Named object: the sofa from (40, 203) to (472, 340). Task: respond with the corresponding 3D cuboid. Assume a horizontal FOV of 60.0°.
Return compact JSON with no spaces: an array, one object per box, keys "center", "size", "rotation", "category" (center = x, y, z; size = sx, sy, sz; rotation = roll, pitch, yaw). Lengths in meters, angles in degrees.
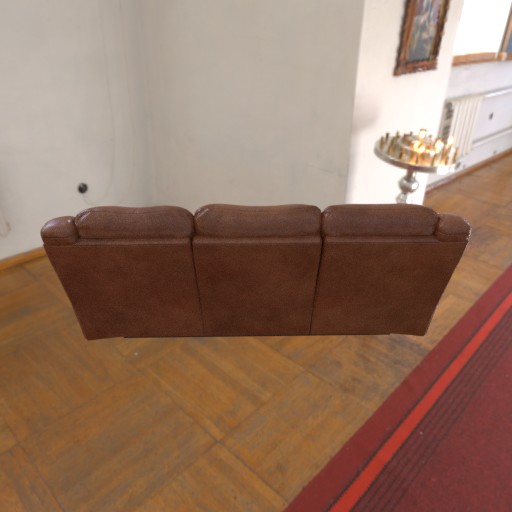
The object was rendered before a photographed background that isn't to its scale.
[{"center":[0.000,0.000,2.877],"size":[2.337,1.043,0.991],"rotation":[-1,30,-1],"category":"sofa"}]
